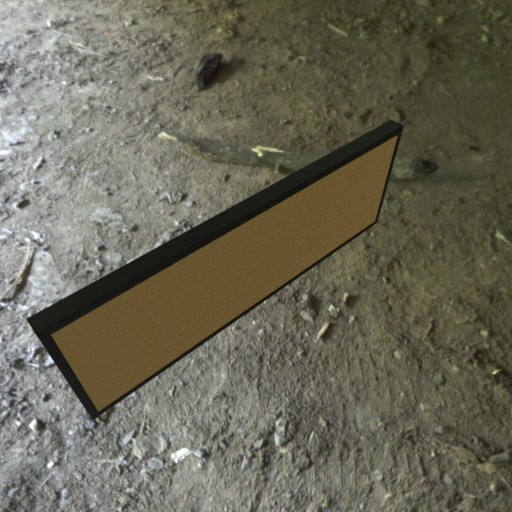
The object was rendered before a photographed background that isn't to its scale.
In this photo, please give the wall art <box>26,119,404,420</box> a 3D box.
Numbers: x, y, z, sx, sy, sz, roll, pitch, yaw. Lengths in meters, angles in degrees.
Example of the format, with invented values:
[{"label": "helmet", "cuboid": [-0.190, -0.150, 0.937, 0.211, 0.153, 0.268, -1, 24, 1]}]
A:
[{"label": "wall art", "cuboid": [0.000, 0.000, 0.944, 0.860, 0.303, 0.037, -32, 55, -26]}]
